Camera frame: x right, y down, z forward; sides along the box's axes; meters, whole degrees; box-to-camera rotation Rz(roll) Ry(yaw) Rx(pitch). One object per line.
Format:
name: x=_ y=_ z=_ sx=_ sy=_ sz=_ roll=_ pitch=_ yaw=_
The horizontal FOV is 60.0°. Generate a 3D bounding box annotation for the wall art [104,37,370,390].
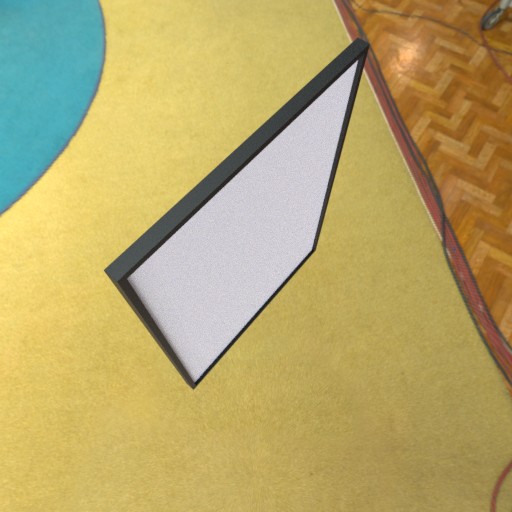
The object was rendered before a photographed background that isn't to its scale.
wall art: x=0.000 y=0.000 z=1.398 sx=0.036 sy=1.070 sz=0.802 roll=37 pitch=69 yaw=17
